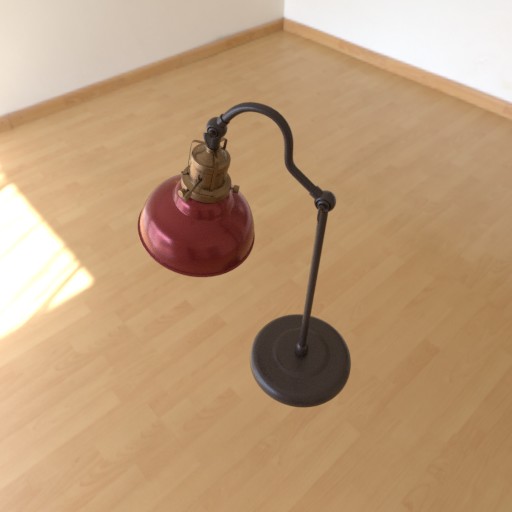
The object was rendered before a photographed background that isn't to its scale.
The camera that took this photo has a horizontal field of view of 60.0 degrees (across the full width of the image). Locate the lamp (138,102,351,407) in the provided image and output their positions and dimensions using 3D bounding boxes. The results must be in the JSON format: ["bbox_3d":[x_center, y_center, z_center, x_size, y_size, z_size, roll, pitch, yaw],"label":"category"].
[{"bbox_3d":[0.000,0.000,0.684,0.374,0.508,0.192,17,50,15],"label":"lamp"}]
